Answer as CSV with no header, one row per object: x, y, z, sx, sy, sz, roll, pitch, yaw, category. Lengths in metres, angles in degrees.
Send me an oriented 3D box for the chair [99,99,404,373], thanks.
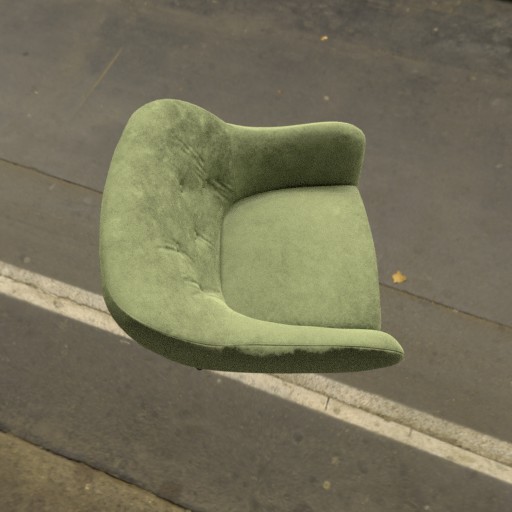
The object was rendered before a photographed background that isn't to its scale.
0.000,0.000,1.523,0.819,0.804,0.840,-1,62,-1,chair
